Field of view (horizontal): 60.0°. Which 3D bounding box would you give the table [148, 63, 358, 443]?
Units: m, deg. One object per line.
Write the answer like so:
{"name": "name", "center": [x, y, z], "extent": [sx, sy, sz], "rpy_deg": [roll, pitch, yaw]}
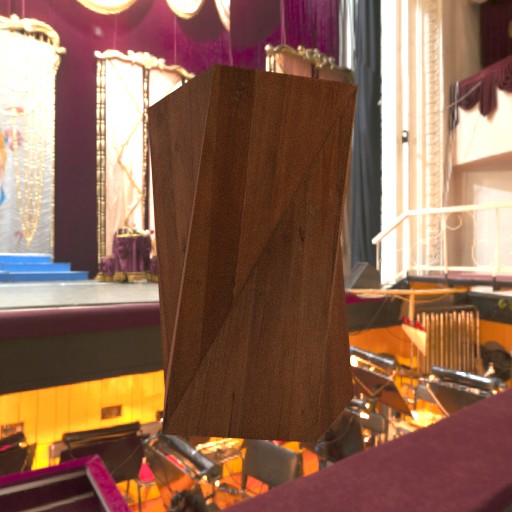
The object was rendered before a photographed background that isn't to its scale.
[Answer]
{"name": "table", "center": [0.000, 0.000, 0.905], "extent": [0.441, 0.604, 0.425], "rpy_deg": [0, 0, -35]}
